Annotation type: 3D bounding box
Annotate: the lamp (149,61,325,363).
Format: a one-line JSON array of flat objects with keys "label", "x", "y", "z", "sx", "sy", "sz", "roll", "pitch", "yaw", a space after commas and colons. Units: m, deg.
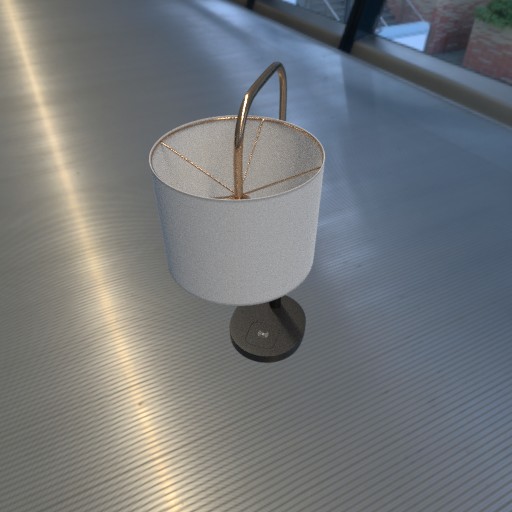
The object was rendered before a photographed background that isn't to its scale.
[{"label": "lamp", "x": 0.000, "y": 0.000, "z": 0.699, "sx": 0.199, "sy": 0.540, "sz": 0.337, "roll": 12, "pitch": 42, "yaw": 13}]
